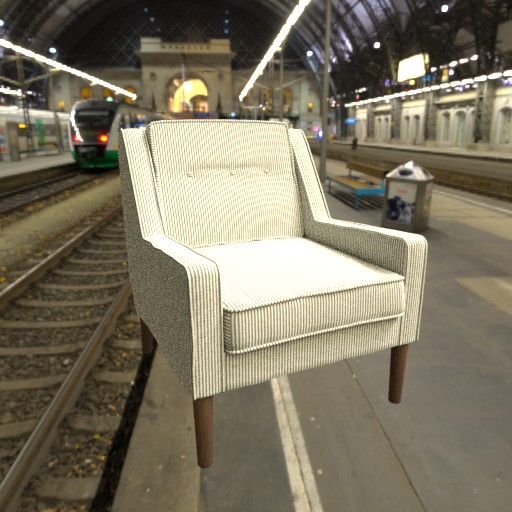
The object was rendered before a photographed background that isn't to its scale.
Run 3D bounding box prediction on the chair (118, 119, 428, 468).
[{"bbox_3d":[0.000,0.000,1.327,0.663,0.792,0.743,-7,17,-25],"label":"chair"}]
